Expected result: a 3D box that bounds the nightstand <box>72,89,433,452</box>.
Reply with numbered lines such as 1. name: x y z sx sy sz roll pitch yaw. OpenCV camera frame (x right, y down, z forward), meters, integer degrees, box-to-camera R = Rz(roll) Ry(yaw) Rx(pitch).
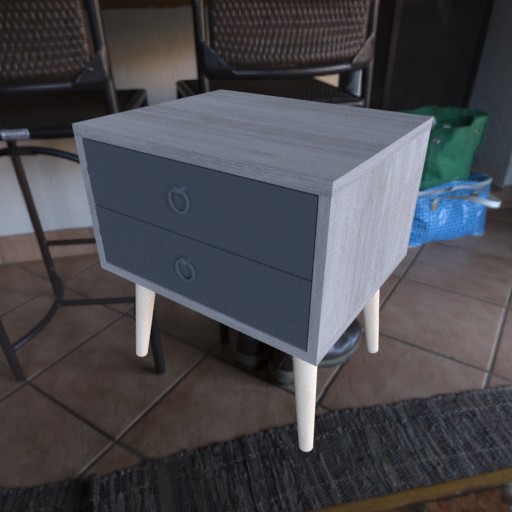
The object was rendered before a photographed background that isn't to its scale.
1. nightstand: 0.000 0.000 0.834 0.450 0.500 0.380 19 35 30
